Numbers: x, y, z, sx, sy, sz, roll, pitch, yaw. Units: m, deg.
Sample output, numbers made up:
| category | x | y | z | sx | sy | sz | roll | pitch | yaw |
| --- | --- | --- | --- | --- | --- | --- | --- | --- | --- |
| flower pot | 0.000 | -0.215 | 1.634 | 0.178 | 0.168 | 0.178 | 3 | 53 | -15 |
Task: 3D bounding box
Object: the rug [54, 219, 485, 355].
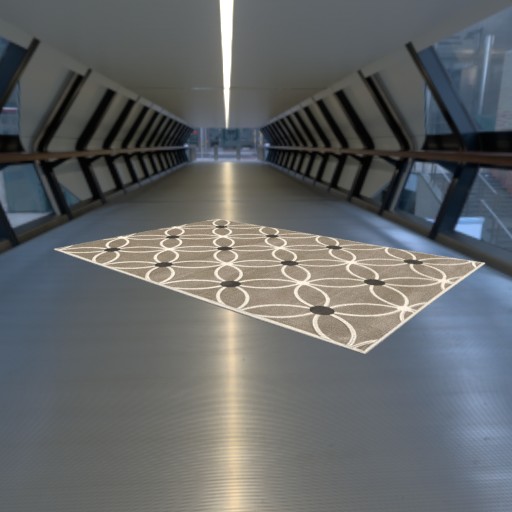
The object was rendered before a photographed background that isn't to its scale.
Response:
| category | x | y | z | sx | sy | sz | roll | pitch | yaw |
| --- | --- | --- | --- | --- | --- | --- | --- | --- | --- |
| rug | 0.000 | 0.000 | 2.794 | 2.284 | 0.008 | 1.522 | 13 | 19 | 39 |
